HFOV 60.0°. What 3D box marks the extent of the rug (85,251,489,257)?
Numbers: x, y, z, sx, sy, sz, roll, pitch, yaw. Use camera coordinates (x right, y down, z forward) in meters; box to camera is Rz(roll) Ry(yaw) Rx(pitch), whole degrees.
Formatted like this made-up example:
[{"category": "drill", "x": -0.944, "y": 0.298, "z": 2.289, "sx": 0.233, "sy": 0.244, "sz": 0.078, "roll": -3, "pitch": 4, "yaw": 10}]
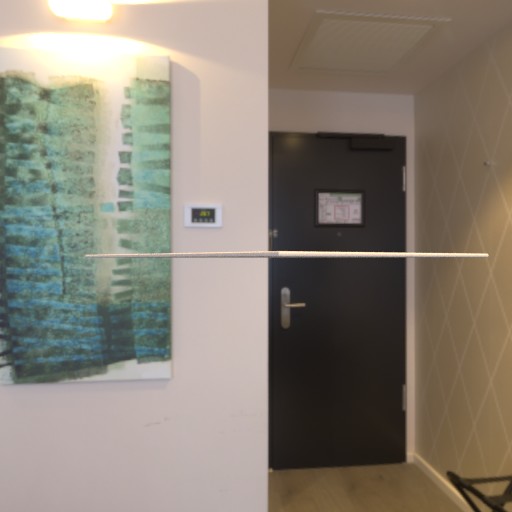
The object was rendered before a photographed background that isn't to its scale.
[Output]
[{"category": "rug", "x": 0.000, "y": 0.000, "z": 2.329, "sx": 1.222, "sy": 0.015, "sz": 1.828, "roll": 0, "pitch": 0, "yaw": -37}]
